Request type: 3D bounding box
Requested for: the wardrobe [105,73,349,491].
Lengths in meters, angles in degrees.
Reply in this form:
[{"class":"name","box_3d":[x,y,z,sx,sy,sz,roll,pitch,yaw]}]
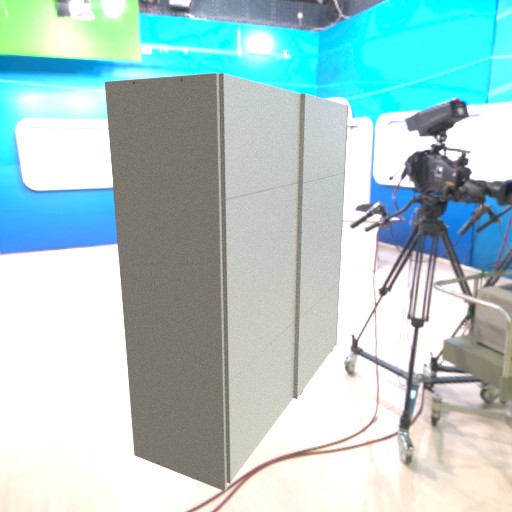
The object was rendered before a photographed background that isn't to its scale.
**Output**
[{"class":"wardrobe","box_3d":[0.000,0.000,2.860,0.629,1.960,1.780,7,16,26]}]
